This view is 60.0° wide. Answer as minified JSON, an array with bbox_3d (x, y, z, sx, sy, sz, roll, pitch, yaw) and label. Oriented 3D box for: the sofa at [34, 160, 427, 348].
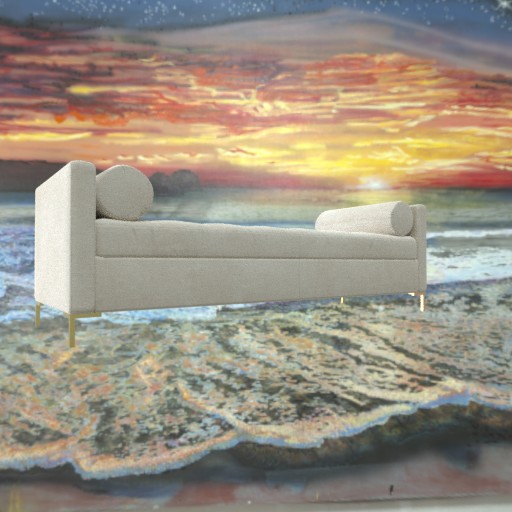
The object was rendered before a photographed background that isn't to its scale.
[{"bbox_3d":[0.000,0.000,2.301,1.981,0.635,0.686,1,-1,-35],"label":"sofa"}]
